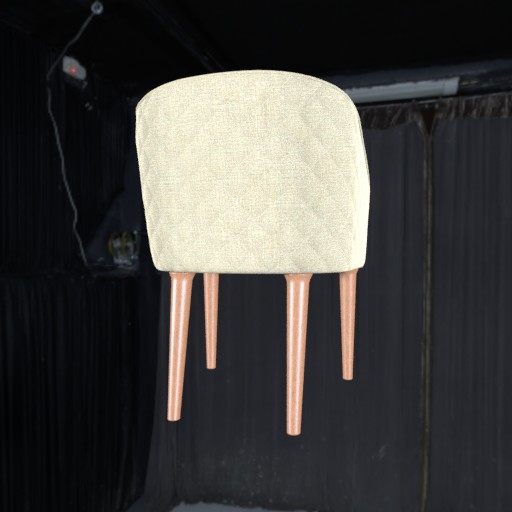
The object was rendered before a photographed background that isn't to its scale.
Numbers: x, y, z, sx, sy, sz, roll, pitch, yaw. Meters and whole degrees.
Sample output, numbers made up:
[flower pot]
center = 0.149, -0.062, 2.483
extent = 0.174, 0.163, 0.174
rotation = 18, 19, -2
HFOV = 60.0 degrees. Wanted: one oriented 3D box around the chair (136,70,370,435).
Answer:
[chair]
center = 0.000, 0.000, 1.210
extent = 0.584, 0.775, 0.616
rotation = 0, 1, 16
